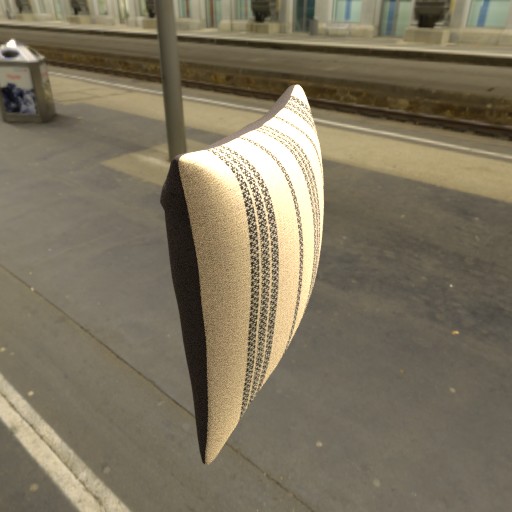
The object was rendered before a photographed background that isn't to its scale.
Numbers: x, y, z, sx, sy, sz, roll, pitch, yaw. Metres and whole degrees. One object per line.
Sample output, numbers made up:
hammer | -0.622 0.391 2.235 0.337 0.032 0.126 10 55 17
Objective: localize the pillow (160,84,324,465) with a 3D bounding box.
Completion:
pillow | 0.000 0.000 0.634 0.173 0.406 0.405 10 31 16
